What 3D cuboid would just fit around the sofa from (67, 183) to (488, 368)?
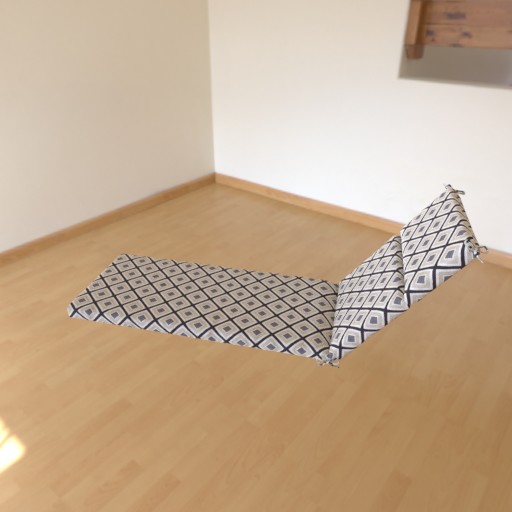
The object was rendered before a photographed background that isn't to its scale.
[{"bbox_3d":[0.000,0.000,1.935,1.663,0.622,0.582,7,31,12],"label":"sofa"}]
